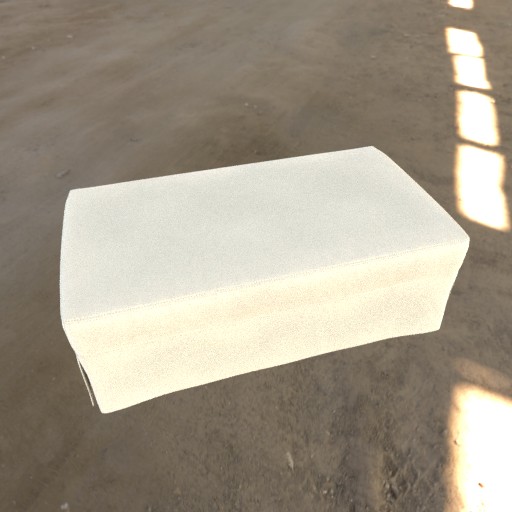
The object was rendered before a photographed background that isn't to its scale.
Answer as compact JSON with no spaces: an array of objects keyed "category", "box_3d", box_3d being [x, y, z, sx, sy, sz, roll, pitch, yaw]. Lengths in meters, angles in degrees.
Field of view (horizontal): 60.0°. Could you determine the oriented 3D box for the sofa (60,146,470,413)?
[{"category":"sofa","box_3d":[0.000,0.000,2.128,1.677,0.552,0.939,-11,42,-12]}]
